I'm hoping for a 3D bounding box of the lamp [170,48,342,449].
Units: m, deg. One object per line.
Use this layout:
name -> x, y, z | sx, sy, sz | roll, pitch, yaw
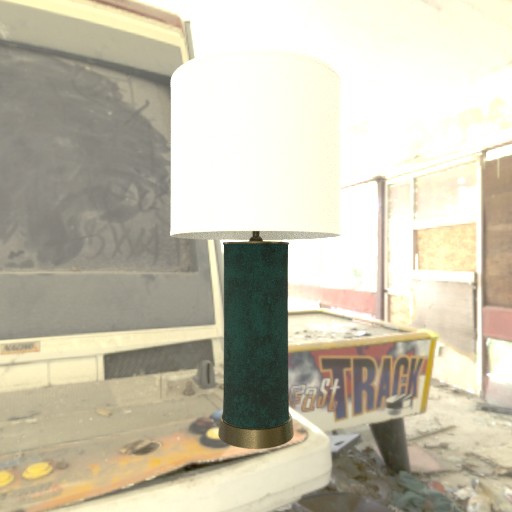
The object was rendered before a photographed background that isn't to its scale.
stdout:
lamp -> 0.000, 0.000, 0.792 | 0.301, 0.630, 0.301 | 0, -1, -1
